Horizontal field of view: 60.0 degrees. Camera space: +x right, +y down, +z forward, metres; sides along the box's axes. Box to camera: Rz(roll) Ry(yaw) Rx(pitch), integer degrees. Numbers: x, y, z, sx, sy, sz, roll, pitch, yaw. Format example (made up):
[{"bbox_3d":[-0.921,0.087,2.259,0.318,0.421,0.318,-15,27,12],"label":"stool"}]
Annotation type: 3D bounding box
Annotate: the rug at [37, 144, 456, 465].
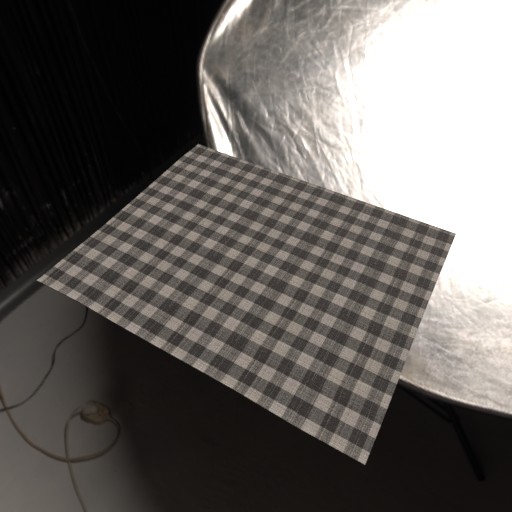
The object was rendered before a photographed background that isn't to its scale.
[{"bbox_3d":[0.000,0.000,4.041,3.021,0.013,2.432,23,51,20],"label":"rug"}]
